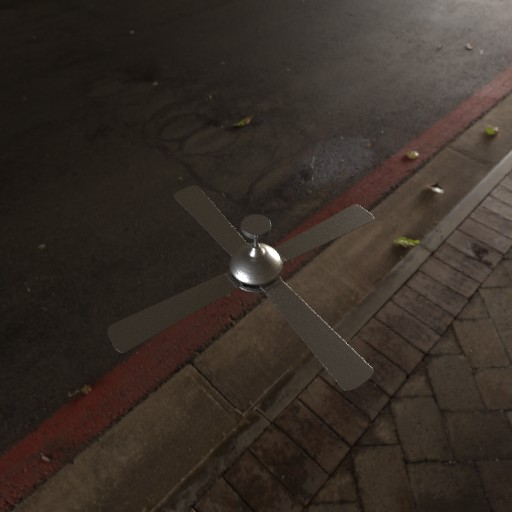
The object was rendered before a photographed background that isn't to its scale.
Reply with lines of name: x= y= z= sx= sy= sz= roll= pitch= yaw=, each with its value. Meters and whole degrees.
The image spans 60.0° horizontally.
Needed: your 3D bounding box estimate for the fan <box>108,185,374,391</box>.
fan: x=0.000 y=0.000 z=1.959 sx=1.321 sy=0.381 sz=1.321 roll=-10 pitch=48 yaw=-9
